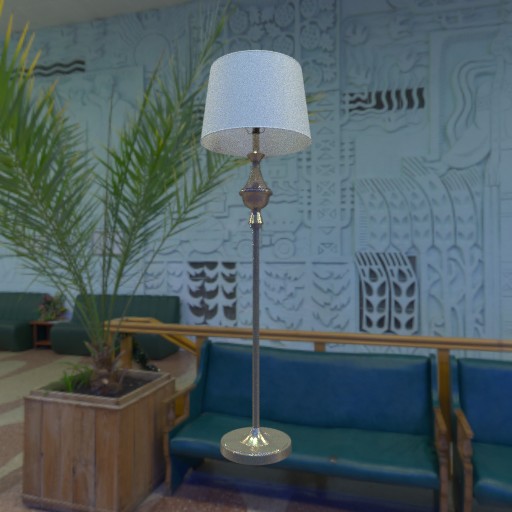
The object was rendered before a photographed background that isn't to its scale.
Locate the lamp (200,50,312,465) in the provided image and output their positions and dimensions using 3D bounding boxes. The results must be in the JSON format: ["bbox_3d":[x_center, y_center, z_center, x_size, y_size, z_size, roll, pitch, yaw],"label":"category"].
[{"bbox_3d":[0.000,0.000,1.717,0.431,1.488,0.431,0,0,0],"label":"lamp"}]
